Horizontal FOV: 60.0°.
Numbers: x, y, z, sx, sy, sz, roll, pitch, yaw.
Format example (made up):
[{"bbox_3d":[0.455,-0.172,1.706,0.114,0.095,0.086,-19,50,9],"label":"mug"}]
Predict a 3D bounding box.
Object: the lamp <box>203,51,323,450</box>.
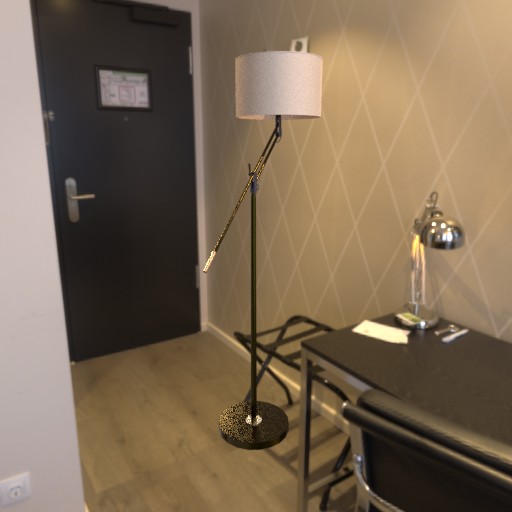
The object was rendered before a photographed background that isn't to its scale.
[{"bbox_3d":[0.000,0.000,1.896,0.373,1.635,0.809,7,16,26],"label":"lamp"}]
